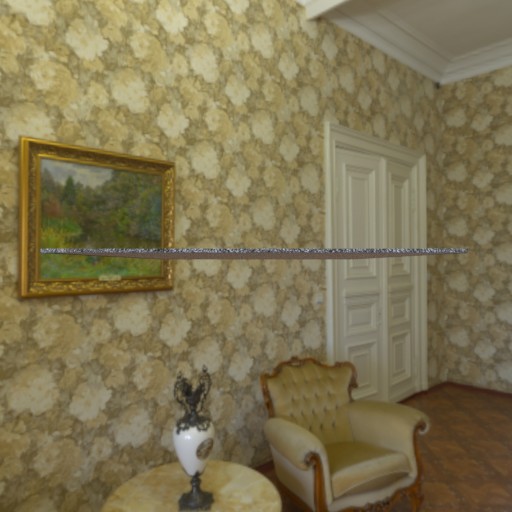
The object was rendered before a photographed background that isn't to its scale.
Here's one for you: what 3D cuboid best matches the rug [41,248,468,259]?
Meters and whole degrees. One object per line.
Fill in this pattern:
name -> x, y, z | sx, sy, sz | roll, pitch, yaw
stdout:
rug -> 0.000, 0.000, 3.974 | 2.401, 0.025, 3.000 | 0, -1, 1
